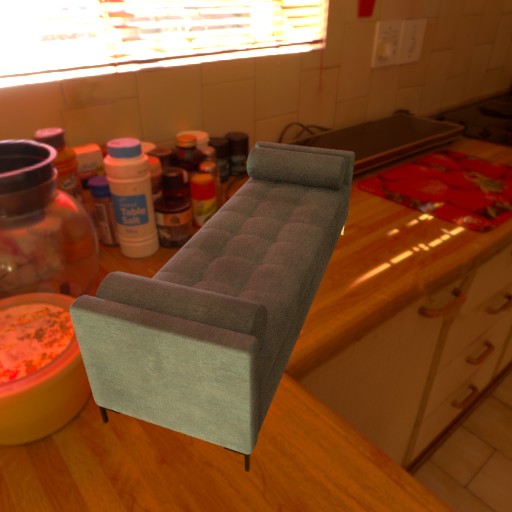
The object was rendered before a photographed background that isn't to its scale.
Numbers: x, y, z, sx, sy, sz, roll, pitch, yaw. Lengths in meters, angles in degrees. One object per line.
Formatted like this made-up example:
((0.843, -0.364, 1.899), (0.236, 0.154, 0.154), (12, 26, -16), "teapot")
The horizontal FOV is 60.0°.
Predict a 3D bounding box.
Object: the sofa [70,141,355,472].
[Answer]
((0.000, 0.000, 2.384), (0.686, 0.635, 1.981), (11, 33, 17), "sofa")
